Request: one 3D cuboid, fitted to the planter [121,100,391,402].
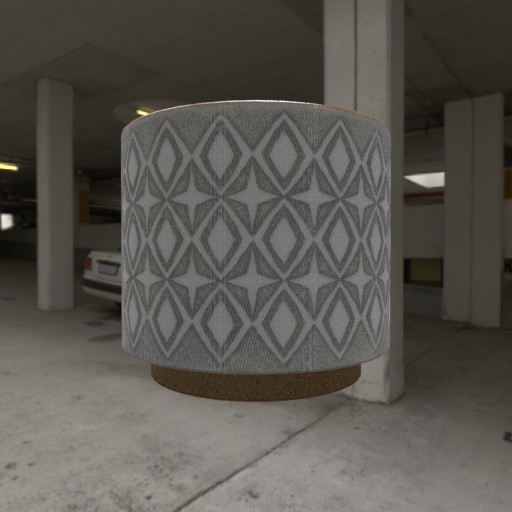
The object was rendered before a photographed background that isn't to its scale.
[{"bbox_3d":[0.000,0.000,0.439,0.255,0.223,0.255,0,1,0],"label":"planter"}]
